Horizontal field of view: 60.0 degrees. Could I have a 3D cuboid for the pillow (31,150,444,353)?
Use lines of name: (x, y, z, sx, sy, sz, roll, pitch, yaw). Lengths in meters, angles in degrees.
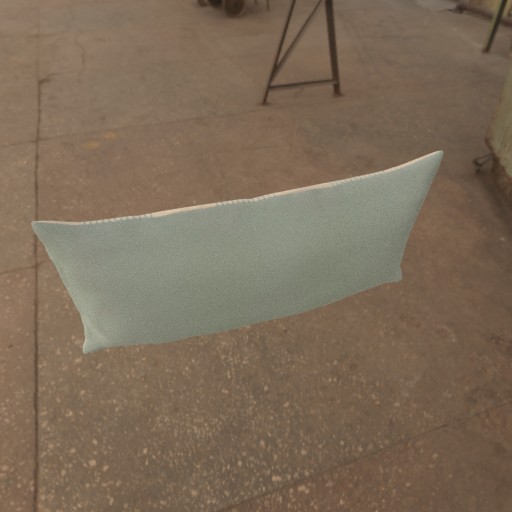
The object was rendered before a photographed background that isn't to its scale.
pillow: (0.000, 0.000, 0.723, 0.610, 0.287, 0.151, -12, 43, -13)
